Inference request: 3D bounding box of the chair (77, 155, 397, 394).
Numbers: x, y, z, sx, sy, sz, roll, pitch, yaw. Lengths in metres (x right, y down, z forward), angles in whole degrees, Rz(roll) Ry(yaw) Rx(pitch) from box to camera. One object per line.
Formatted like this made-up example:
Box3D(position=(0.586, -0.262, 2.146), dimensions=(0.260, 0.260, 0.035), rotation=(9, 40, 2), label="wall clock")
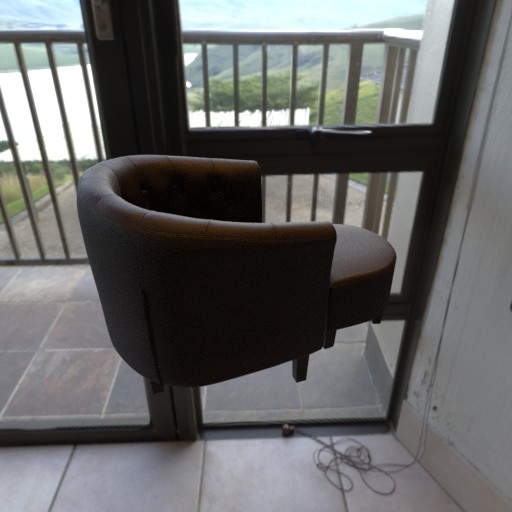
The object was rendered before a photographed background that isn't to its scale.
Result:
Box3D(position=(0.000, 0.000, 1.702), dimensions=(1.191, 0.760, 0.763), rotation=(-10, 31, -18), label="chair")
